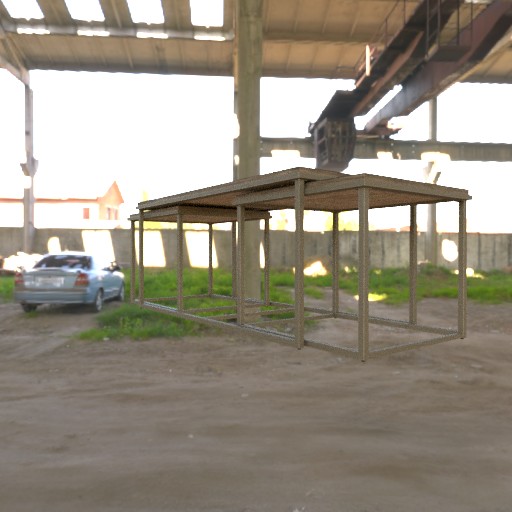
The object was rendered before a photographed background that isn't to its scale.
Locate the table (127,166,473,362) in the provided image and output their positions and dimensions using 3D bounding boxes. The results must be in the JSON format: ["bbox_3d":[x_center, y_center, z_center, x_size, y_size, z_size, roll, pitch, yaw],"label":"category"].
[{"bbox_3d":[0.000,0.000,1.554,0.489,0.427,1.312,0,1,-37],"label":"table"}]
